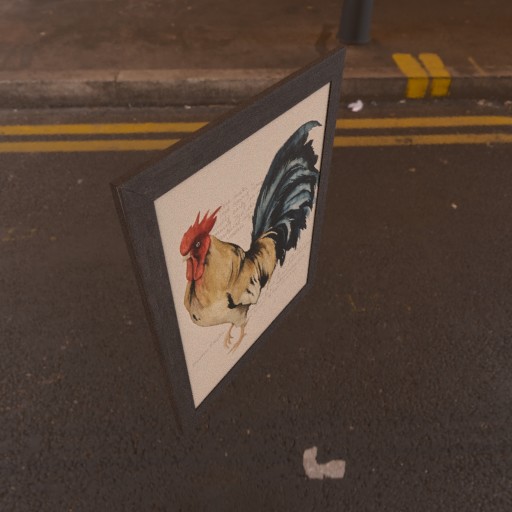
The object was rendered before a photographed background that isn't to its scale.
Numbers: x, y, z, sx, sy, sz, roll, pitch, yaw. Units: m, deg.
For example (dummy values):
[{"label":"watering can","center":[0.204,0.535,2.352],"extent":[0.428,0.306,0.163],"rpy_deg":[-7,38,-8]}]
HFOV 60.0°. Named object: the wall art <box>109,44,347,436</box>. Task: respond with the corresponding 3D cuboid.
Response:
[{"label":"wall art","center":[0.000,0.000,0.773],"extent":[0.013,0.570,0.476],"rpy_deg":[27,51,25]}]
